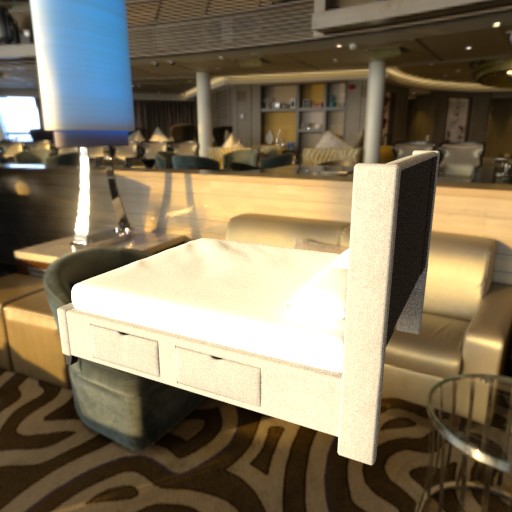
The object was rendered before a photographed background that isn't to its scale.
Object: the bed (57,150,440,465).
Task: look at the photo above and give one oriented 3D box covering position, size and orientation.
[{"bbox_3d":[0.000,0.000,3.262,2.222,1.491,1.774,8,17,26],"label":"bed"}]
